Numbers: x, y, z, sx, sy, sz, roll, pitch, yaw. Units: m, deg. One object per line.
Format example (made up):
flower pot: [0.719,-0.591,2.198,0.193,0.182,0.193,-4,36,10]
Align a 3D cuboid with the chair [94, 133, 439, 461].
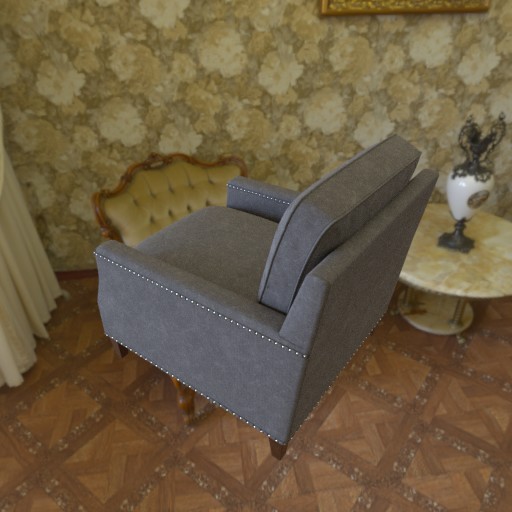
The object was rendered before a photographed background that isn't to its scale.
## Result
chair: [0.000,0.000,1.716,1.014,0.948,0.853,21,38,30]
